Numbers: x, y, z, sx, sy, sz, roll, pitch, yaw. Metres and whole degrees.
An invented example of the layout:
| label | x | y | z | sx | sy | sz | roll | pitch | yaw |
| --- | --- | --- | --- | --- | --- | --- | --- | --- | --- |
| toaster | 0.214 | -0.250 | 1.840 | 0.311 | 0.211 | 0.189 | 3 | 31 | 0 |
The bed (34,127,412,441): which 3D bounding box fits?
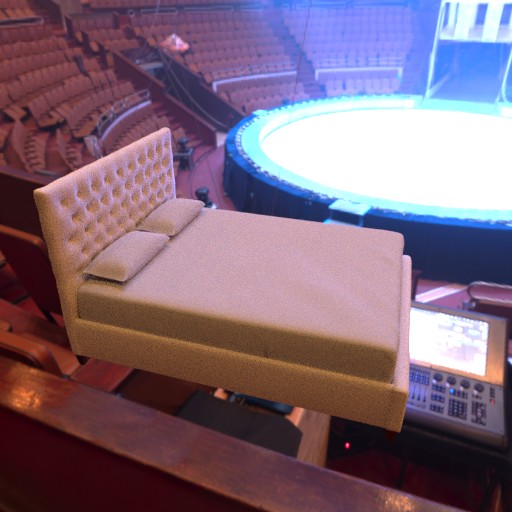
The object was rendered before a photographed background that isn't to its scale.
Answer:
| label | x | y | z | sx | sy | sz | roll | pitch | yaw |
| --- | --- | --- | --- | --- | --- | --- | --- | --- | --- |
| bed | 0.000 | 0.000 | 3.427 | 2.387 | 1.427 | 1.698 | 9 | 31 | 15 |
